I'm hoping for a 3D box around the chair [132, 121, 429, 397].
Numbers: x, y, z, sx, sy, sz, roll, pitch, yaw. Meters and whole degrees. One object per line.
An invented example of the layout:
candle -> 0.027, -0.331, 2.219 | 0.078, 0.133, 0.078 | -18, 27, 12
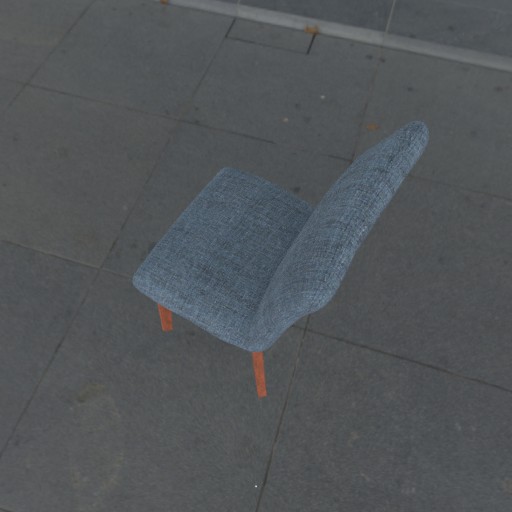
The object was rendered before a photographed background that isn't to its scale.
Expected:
chair -> 0.000, 0.000, 1.282 | 0.563, 0.974, 0.522 | 29, 66, 14
